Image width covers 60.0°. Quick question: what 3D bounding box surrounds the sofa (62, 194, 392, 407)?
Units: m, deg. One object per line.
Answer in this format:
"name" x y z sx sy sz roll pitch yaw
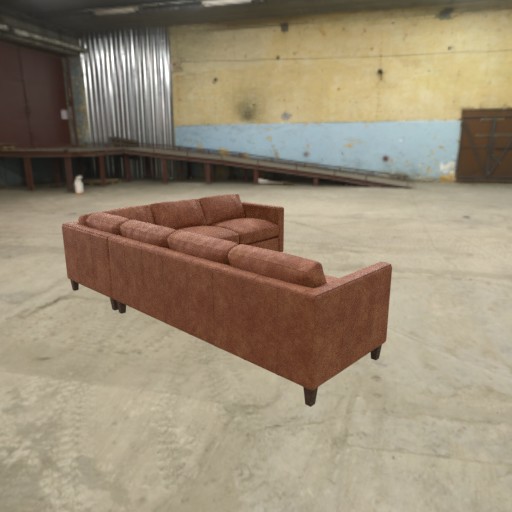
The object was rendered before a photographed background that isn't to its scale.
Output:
"sofa" 0.000 0.000 4.351 3.167 0.838 2.438 13 20 41
